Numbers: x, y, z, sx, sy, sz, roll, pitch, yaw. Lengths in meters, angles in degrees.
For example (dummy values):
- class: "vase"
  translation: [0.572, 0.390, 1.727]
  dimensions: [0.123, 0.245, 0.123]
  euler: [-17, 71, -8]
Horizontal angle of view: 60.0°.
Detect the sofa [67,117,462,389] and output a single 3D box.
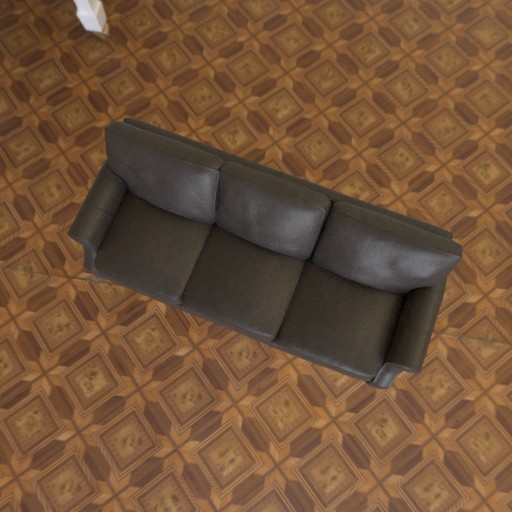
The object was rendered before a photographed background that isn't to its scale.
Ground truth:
- class: "sofa"
  translation: [0.000, 0.000, 2.929]
  dimensions: [2.387, 0.977, 0.974]
  euler: [21, 75, 6]
